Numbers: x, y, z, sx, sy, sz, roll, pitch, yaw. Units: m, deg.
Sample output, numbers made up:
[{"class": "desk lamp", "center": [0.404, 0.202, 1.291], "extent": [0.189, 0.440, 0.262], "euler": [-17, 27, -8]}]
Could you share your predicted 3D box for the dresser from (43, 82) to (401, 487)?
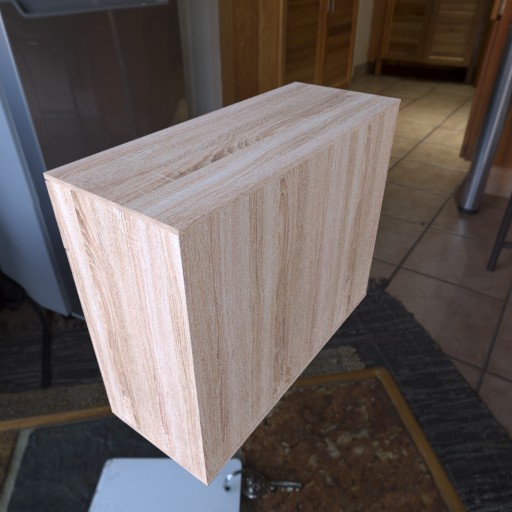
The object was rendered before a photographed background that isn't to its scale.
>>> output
[{"class": "dresser", "center": [0.000, 0.000, 1.542], "extent": [0.450, 0.900, 1.100], "euler": [22, 40, 29]}]
